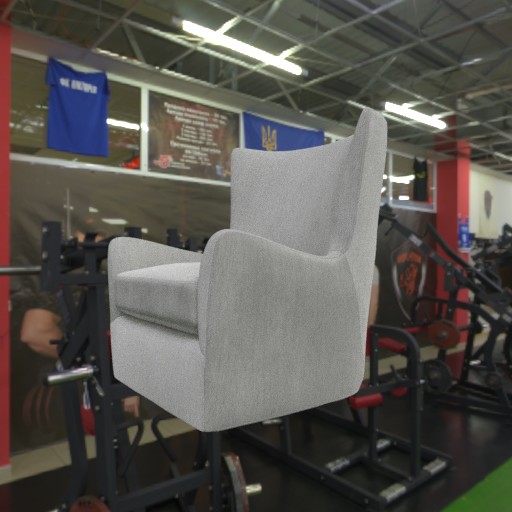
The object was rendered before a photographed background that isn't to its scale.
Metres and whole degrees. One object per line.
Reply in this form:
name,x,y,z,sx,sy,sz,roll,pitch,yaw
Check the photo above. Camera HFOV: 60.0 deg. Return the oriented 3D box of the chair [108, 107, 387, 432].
chair,0.000,0.000,1.666,0.904,1.000,0.779,0,1,-38
